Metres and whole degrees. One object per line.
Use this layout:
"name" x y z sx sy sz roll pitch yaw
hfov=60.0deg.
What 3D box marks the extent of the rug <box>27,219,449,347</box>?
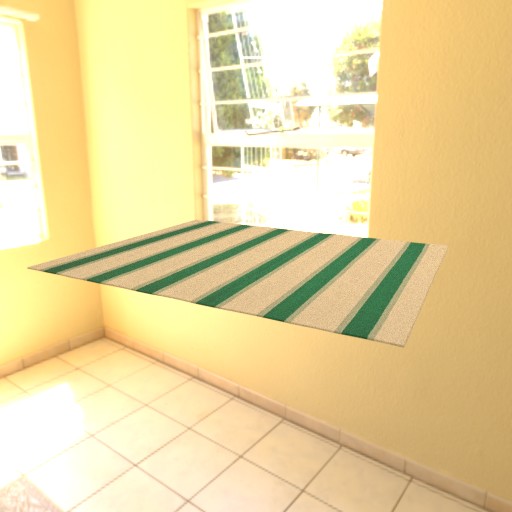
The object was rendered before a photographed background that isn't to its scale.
"rug" 0.000 0.000 4.042 3.041 0.019 2.434 8 17 27
